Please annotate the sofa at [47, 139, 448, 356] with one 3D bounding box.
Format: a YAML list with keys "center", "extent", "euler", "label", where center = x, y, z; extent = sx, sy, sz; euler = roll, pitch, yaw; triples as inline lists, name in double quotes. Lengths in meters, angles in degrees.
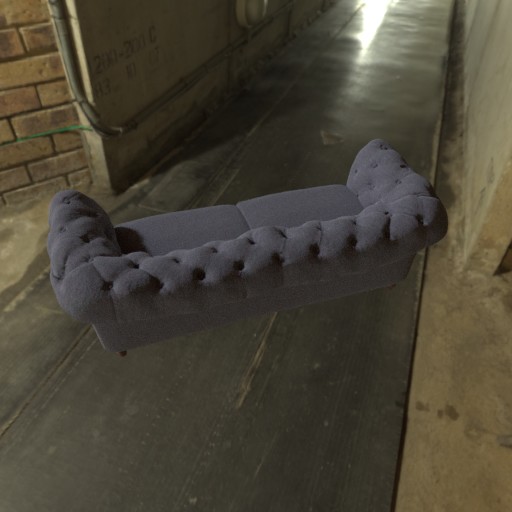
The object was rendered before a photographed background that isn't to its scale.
- center: [0.000, 0.000, 2.812]
  extent: [2.335, 0.836, 1.046]
  euler: [-12, 44, -13]
  label: "sofa"
